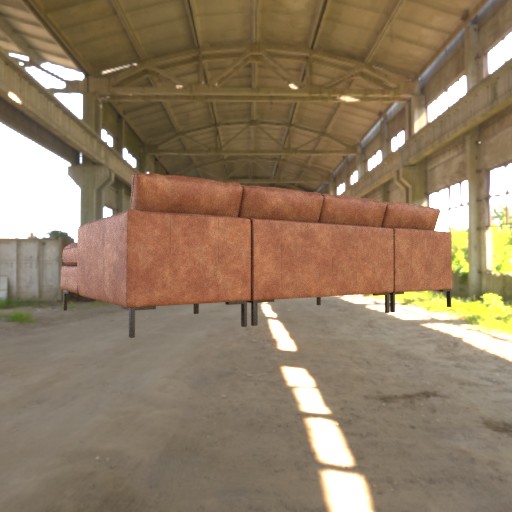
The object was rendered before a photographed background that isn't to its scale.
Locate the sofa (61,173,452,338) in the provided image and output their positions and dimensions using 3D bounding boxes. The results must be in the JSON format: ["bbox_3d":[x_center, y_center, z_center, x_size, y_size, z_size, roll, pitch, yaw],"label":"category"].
[{"bbox_3d":[0.000,0.000,3.877,2.956,0.900,1.939,1,-1,-35],"label":"sofa"}]
